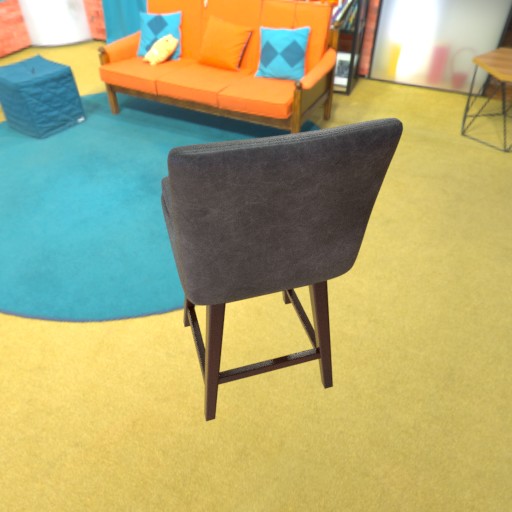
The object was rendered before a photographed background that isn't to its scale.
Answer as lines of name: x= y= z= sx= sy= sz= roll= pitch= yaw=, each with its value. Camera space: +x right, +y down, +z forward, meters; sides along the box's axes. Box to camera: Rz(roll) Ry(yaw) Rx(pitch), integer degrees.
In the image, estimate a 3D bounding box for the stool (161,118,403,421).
stool: x=0.000 y=0.000 z=1.359 sx=0.492 sy=1.046 sz=0.587 roll=-11 pitch=43 yaw=-12
